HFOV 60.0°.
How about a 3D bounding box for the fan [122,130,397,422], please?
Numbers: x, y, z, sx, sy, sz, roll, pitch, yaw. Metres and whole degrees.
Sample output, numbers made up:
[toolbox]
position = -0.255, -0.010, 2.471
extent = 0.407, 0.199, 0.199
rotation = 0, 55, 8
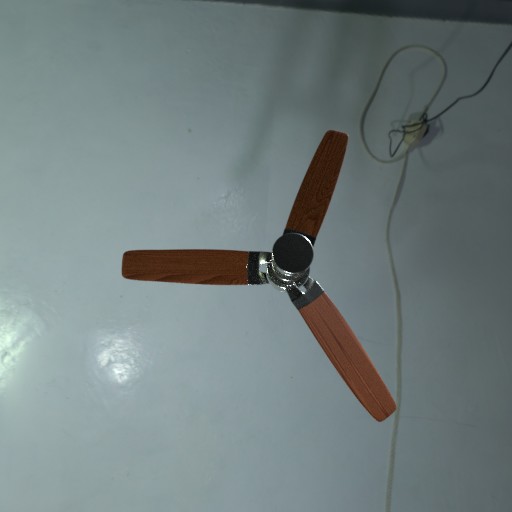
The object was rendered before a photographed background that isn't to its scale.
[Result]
[fan]
position = 0.000, 0.000, 2.027
extent = 1.271, 0.410, 1.416
rotation = 2, 75, 0
